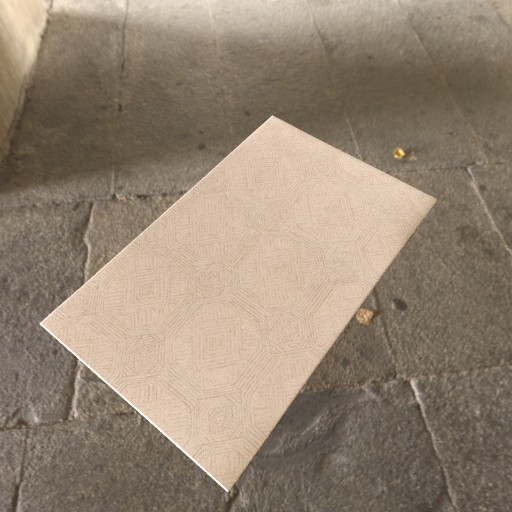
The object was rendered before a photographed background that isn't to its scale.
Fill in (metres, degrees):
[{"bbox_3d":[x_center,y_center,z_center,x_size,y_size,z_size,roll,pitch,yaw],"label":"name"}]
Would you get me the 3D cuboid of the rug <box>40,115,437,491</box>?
[{"bbox_3d":[0.000,0.000,3.032,1.524,0.008,2.440,33,63,19],"label":"rug"}]
